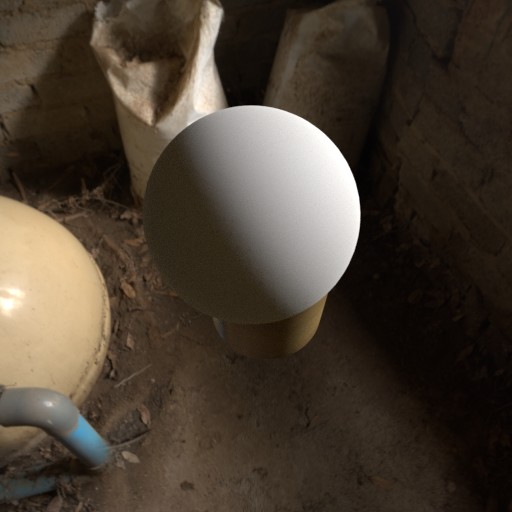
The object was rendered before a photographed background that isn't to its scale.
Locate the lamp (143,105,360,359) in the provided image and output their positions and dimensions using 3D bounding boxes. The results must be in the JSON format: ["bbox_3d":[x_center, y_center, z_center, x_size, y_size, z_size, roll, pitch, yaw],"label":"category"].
[{"bbox_3d":[0.000,0.000,0.344,0.141,0.250,0.152,29,62,17],"label":"lamp"}]
